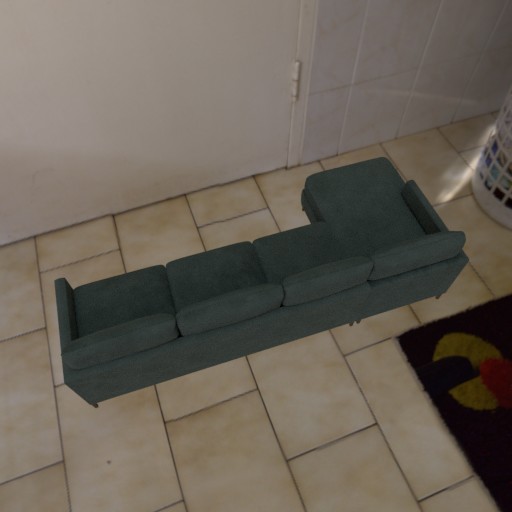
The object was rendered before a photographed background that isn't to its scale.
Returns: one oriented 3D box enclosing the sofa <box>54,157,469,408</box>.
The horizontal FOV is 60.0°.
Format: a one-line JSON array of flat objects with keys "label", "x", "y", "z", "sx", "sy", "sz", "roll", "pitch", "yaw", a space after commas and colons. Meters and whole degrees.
[{"label": "sofa", "x": 0.000, "y": 0.000, "z": 4.037, "sx": 3.400, "sy": 0.967, "sz": 1.500, "roll": -15, "pitch": 58, "yaw": -10}]
